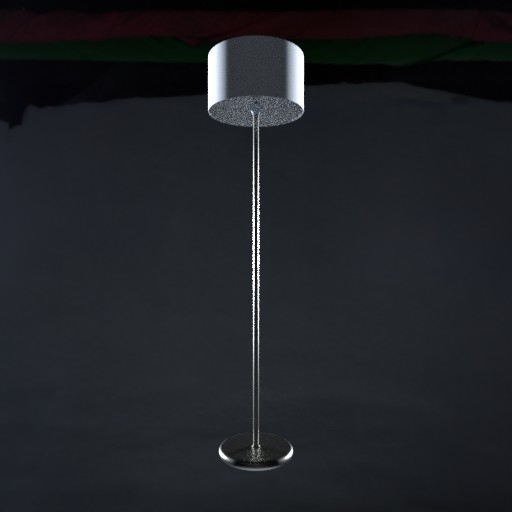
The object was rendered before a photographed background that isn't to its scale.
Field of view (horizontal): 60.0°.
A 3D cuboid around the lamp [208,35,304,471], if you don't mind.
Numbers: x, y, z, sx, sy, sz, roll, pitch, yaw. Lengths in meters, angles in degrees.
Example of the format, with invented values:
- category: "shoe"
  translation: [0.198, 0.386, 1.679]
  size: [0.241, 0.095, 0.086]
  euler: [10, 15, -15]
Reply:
- category: "lamp"
  translation: [0.000, 0.000, 1.621]
  size: [0.347, 1.443, 0.347]
  euler: [0, 0, -2]
